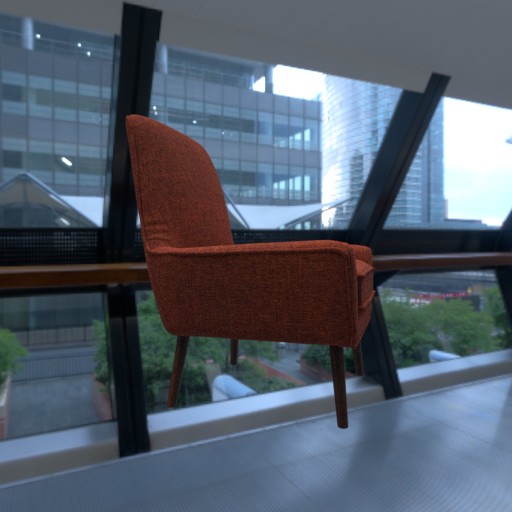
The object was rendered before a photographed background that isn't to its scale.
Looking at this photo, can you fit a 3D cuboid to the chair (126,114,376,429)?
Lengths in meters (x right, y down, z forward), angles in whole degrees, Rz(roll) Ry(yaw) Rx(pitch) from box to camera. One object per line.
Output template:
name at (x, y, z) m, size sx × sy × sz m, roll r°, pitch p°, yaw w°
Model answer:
chair at (0.000, 0.000, 1.540) m, size 0.784 × 0.911 × 0.803 m, roll 0°, pitch 0°, yaw 18°
